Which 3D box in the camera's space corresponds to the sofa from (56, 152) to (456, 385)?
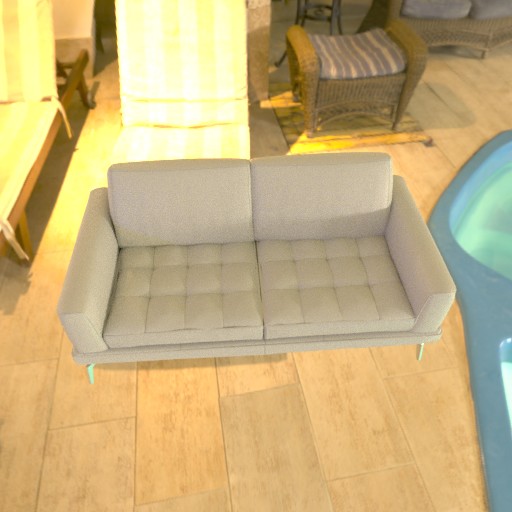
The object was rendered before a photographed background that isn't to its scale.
[{"bbox_3d":[0.000,0.000,2.768,2.177,0.930,1.121,-3,47,-3],"label":"sofa"}]
